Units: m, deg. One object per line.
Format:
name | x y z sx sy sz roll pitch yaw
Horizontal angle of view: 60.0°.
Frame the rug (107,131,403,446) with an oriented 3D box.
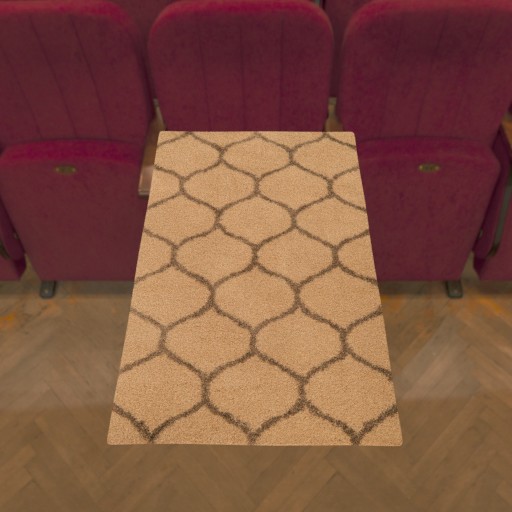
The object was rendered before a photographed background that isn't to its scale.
rug | 0.000 0.000 3.398 1.801 0.026 2.701 0 58 0
